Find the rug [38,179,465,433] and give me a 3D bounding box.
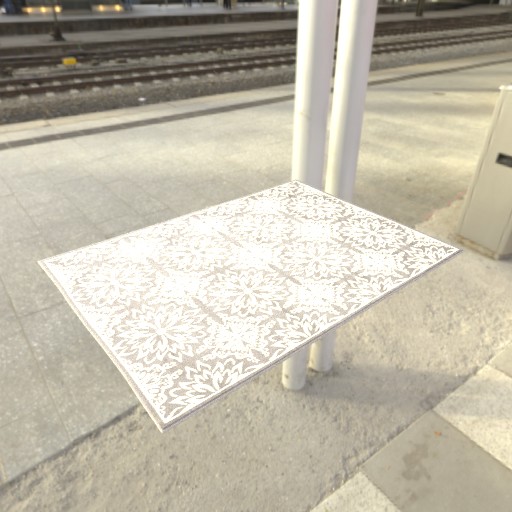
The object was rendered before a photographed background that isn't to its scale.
[{"bbox_3d":[0.000,0.000,2.829,2.213,0.014,1.608,-23,38,-32],"label":"rug"}]
